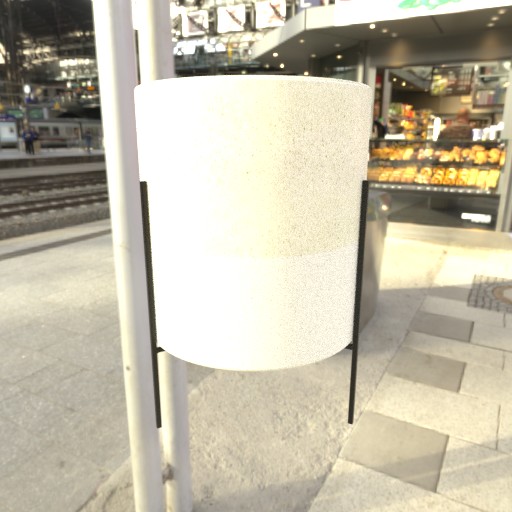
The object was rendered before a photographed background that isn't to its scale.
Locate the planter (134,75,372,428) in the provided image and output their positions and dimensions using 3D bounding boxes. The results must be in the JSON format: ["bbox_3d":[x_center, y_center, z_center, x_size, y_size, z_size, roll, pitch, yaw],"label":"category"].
[{"bbox_3d":[0.000,0.000,0.683,0.333,0.483,0.324,8,17,27],"label":"planter"}]
